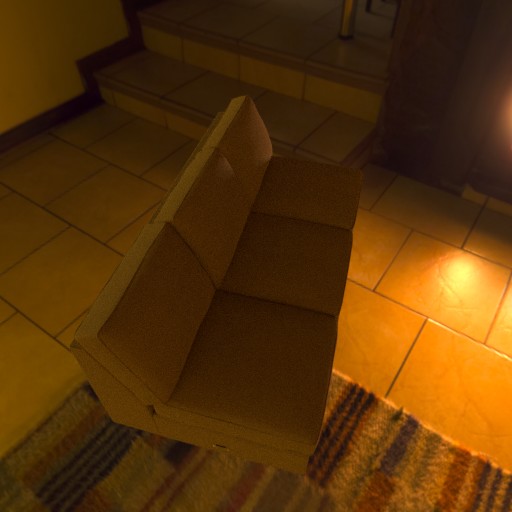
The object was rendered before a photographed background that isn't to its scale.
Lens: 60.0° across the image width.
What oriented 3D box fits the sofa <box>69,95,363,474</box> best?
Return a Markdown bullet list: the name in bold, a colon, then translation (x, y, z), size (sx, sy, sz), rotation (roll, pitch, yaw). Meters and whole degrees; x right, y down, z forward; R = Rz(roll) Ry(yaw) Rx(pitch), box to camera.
- **sofa**: translation (0.000, 0.000, 2.693), size (1.127, 1.036, 2.092), rotation (11, 48, 10)
